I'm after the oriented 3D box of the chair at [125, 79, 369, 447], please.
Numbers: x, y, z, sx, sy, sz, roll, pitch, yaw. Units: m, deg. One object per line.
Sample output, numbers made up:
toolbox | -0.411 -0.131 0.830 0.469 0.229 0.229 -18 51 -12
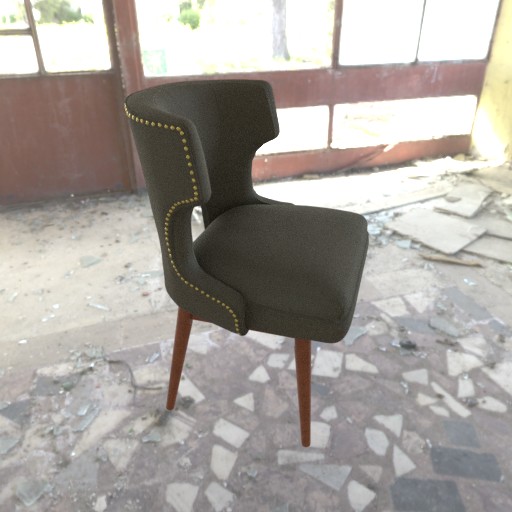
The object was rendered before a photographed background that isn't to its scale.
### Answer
chair | 0.000 0.000 1.228 0.581 0.863 0.595 9 31 16
